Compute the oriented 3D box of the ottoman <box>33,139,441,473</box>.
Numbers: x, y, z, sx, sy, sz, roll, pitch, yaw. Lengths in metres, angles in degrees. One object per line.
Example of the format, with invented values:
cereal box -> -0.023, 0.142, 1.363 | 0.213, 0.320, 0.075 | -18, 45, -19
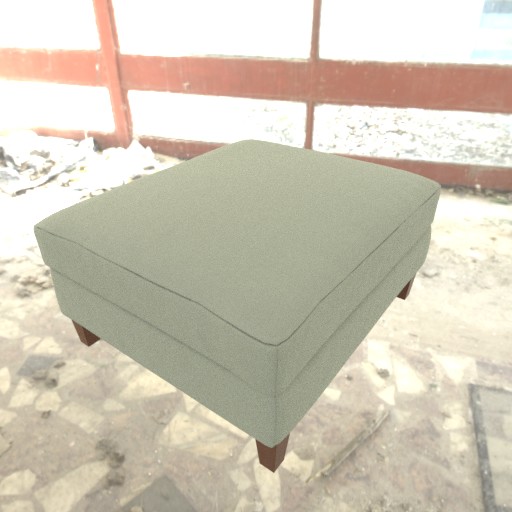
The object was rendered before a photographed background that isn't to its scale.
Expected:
ottoman -> 0.000, 0.000, 1.432 | 0.842, 0.494, 0.991 | 21, 37, 31
